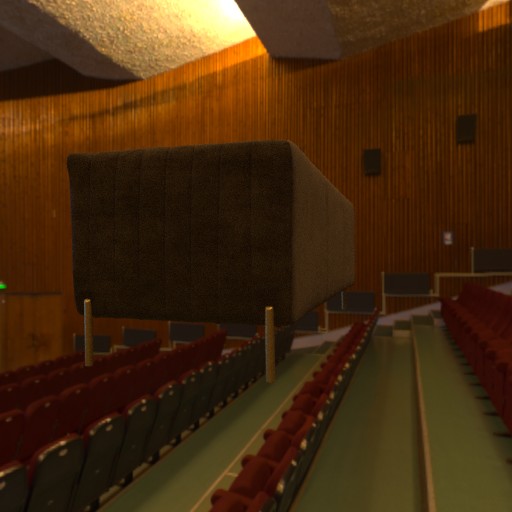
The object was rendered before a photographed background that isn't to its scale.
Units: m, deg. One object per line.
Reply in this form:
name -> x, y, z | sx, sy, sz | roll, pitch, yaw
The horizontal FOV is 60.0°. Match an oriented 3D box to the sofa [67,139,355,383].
sofa -> 0.000, 0.000, 2.405 | 0.876, 0.780, 1.980 | 0, 0, 18
